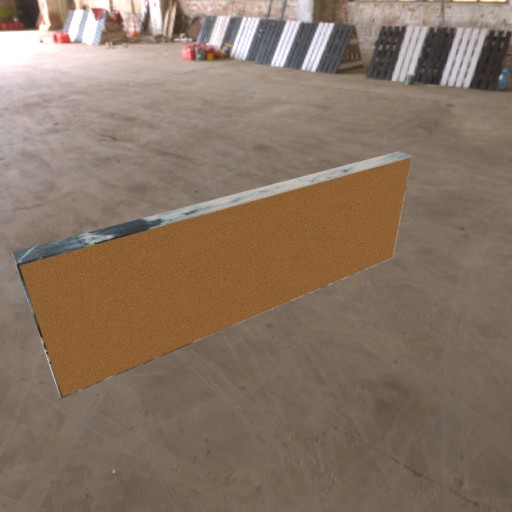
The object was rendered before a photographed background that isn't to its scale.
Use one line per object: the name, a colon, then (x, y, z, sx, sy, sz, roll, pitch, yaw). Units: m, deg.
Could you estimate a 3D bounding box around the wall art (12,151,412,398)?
wall art: (0.000, 0.000, 0.823, 0.759, 0.251, 0.037, -19, 36, -28)
